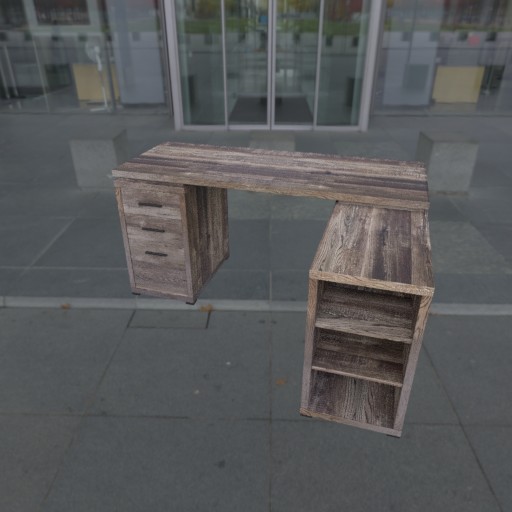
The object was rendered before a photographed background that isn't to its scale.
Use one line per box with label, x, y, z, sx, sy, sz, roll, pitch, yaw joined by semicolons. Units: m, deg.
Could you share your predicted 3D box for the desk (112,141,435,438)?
desk;0.000;0.000;2.233;1.524;0.753;1.200;8;30;15
